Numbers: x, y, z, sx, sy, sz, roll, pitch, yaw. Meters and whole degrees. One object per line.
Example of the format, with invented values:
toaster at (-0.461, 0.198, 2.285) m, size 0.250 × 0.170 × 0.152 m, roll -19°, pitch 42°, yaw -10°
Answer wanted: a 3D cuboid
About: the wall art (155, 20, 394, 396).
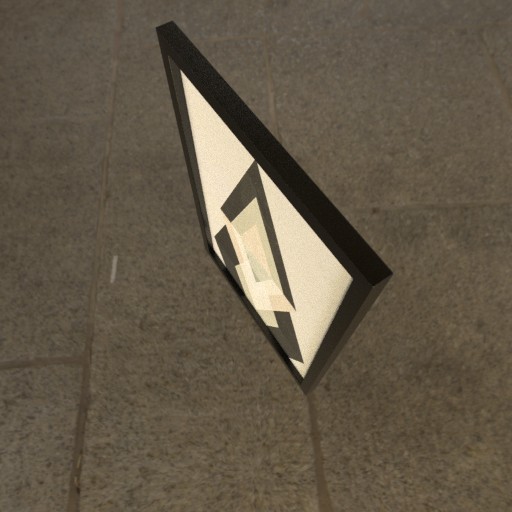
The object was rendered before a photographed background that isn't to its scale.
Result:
wall art at (0.000, 0.000, 0.563) m, size 0.019 × 0.455 × 0.314 m, roll -31°, pitch 68°, yaw -14°
